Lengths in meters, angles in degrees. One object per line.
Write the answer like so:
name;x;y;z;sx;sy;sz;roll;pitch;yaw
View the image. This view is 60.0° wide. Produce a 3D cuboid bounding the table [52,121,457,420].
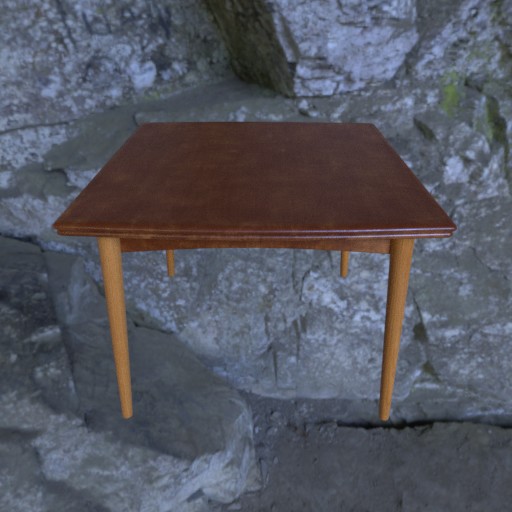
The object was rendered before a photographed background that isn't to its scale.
table;0.000;0.000;1.672;0.991;0.754;0.991;0;31;1
